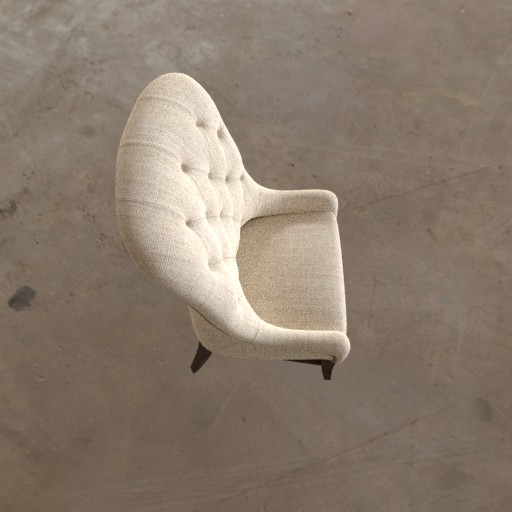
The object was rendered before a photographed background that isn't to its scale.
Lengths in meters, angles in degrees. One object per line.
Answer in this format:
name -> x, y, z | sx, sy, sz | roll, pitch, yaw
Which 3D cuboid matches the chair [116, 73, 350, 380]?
chair -> 0.000, 0.000, 1.473 | 0.629, 1.091, 0.634 | 1, 63, 0
